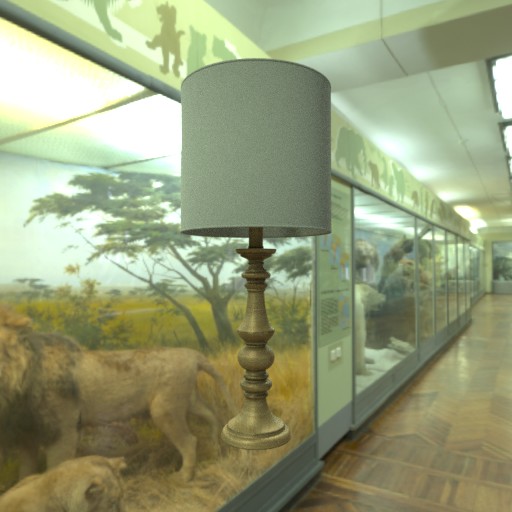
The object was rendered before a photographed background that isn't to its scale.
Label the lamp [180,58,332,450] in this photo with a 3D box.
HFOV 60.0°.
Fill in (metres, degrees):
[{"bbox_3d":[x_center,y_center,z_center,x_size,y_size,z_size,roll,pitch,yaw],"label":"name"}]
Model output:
[{"bbox_3d":[0.000,0.000,0.743,0.250,0.597,0.250,0,-1,1],"label":"lamp"}]
